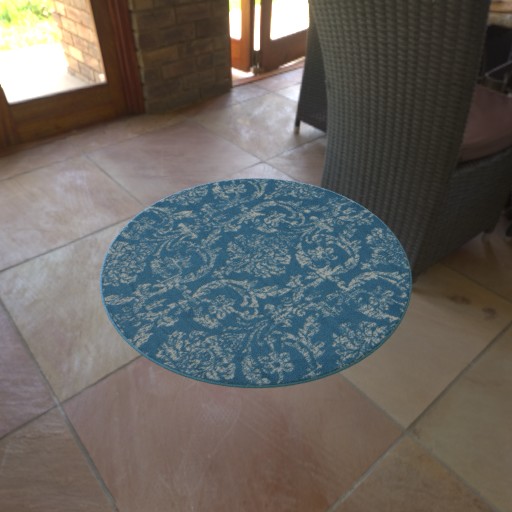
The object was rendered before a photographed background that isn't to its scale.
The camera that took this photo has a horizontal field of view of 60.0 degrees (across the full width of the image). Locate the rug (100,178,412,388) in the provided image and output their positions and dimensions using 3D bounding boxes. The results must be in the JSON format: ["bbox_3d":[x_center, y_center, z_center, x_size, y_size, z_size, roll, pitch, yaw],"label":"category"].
[{"bbox_3d":[0.000,0.000,2.341,1.593,0.012,1.593,0,40,0],"label":"rug"}]
